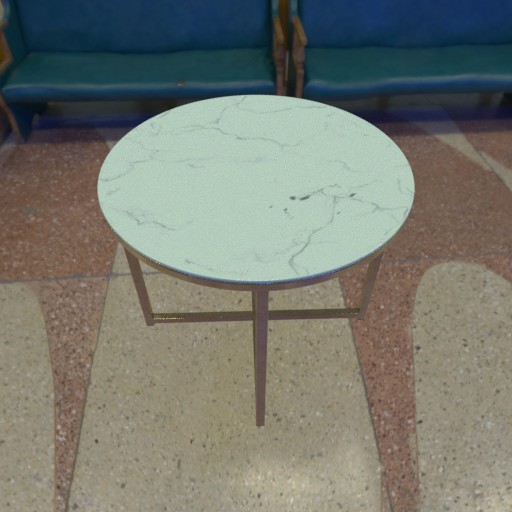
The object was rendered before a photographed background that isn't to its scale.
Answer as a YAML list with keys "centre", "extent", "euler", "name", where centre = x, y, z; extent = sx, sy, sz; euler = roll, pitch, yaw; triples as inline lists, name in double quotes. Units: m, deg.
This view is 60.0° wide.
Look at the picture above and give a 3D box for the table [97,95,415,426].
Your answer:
- centre: [0.000, 0.000, 0.869]
  extent: [0.500, 0.420, 0.500]
  euler: [0, 45, 0]
  name: "table"
